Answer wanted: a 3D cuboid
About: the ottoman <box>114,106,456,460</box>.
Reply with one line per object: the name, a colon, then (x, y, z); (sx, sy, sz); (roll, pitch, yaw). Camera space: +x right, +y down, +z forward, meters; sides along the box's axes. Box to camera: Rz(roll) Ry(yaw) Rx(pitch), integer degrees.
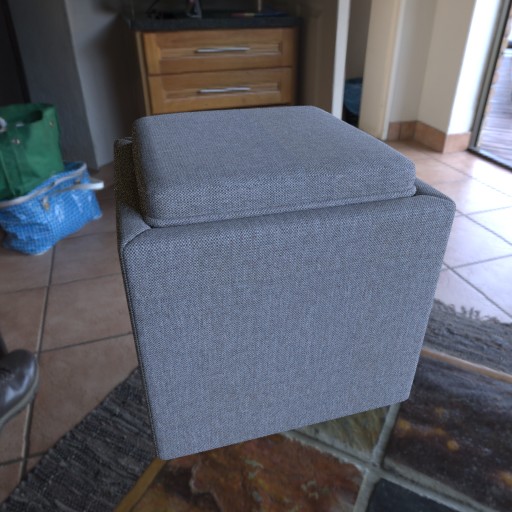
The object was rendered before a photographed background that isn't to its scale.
ottoman: (0.000, 0.000, 0.813); (0.450, 0.460, 0.450); (-8, 32, -14)
